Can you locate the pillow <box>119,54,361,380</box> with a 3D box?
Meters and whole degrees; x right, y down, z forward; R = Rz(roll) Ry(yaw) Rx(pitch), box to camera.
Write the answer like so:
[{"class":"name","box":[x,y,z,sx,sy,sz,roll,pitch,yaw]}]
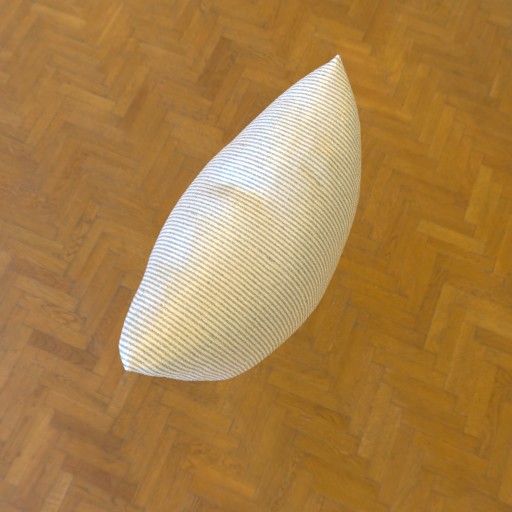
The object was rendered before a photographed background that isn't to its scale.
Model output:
[{"class":"pillow","box":[0.000,0.000,0.694,0.387,0.432,0.310,-23,76,-6]}]
